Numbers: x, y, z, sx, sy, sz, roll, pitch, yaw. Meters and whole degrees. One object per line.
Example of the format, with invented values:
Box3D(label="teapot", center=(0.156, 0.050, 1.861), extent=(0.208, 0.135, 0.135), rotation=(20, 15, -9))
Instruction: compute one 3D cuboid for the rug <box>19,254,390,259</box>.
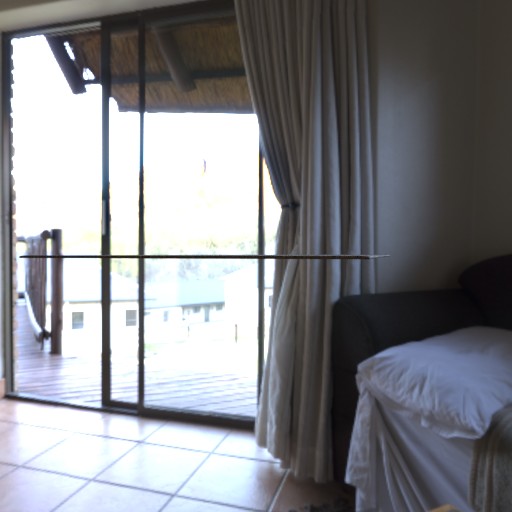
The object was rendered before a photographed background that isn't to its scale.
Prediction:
Box3D(label="rug", center=(0.000, 0.000, 2.716), extent=(1.517, 0.013, 2.115), rotation=(0, 0, 19))
